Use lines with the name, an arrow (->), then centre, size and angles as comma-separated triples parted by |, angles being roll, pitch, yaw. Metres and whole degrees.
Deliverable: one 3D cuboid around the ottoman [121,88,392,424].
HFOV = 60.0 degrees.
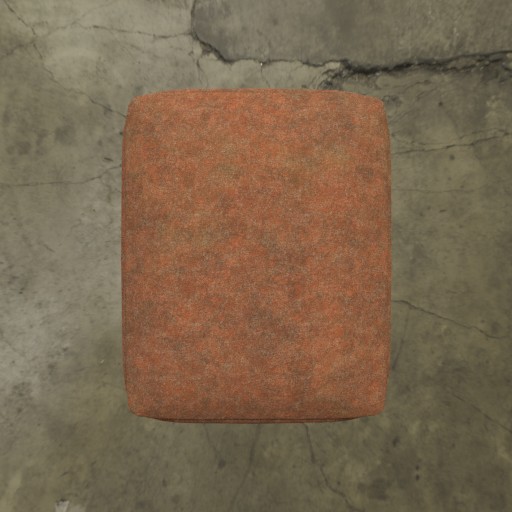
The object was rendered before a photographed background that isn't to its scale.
ottoman -> 0.000, 0.000, 1.190 | 0.635, 0.508, 0.787 | 0, 91, -1
